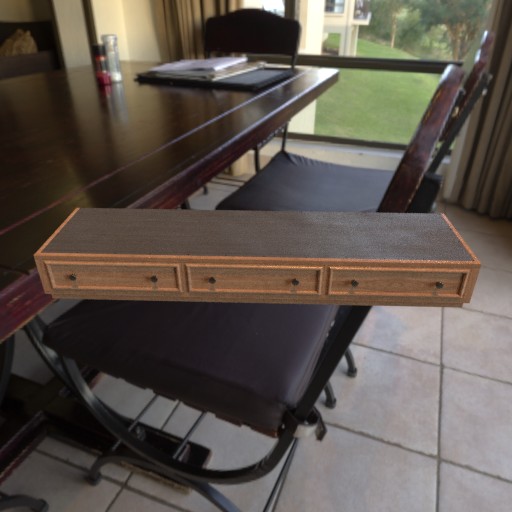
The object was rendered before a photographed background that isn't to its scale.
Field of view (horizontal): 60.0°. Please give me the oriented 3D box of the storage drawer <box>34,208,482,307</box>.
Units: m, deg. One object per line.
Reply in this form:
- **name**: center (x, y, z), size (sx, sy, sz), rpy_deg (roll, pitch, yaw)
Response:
- **storage drawer**: center (0.000, 0.000, 2.291), size (2.032, 0.264, 0.538), rpy_deg (1, 31, 2)
